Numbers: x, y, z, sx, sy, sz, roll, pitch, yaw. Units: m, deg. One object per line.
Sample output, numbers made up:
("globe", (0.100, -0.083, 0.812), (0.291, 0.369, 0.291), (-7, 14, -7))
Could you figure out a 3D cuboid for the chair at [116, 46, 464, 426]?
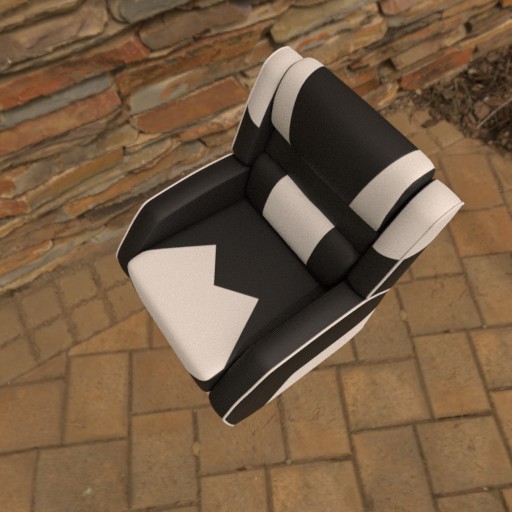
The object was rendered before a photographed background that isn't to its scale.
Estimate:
("chair", (0.000, 0.000, 1.282), (0.672, 0.805, 0.620), (-33, 68, -15))
